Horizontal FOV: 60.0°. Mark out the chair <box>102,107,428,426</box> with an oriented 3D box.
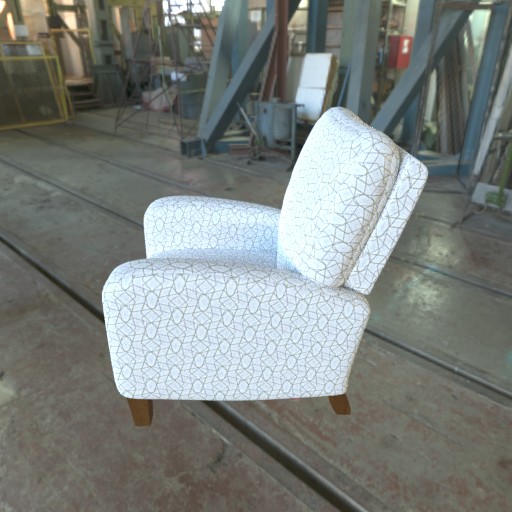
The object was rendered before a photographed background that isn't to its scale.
[{"bbox_3d":[0.000,0.000,1.749,0.995,1.064,0.796,-1,26,-1],"label":"chair"}]
